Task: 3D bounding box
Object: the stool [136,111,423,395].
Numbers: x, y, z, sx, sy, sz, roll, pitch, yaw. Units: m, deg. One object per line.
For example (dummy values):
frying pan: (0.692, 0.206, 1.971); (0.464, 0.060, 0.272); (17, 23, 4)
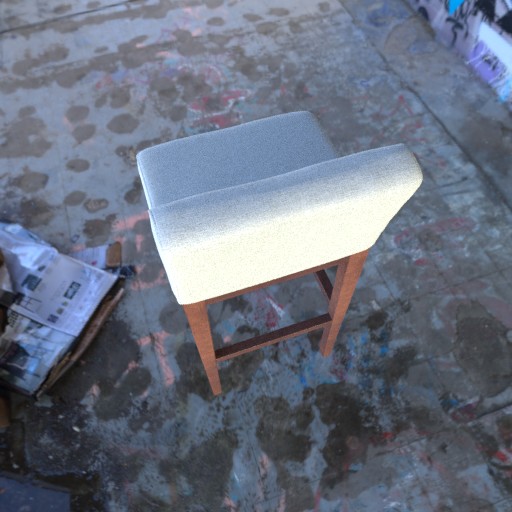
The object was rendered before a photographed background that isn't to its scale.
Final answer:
stool: (0.000, 0.000, 1.312); (0.511, 1.037, 0.500); (-16, 59, -10)
